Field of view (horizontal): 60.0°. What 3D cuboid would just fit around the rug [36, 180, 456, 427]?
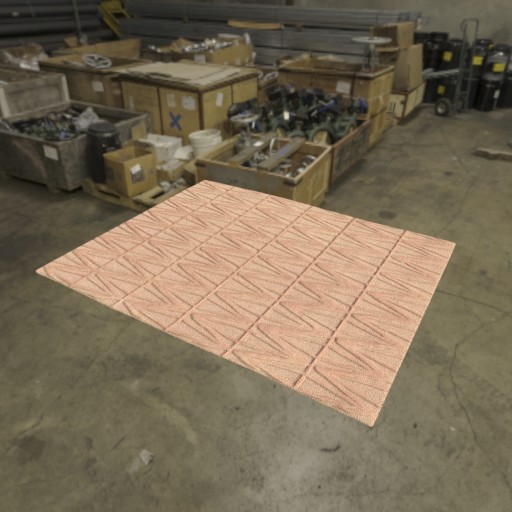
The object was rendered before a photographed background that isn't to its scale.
[{"bbox_3d":[0.000,0.000,4.074,3.052,0.043,2.453,18,36,26],"label":"rug"}]
